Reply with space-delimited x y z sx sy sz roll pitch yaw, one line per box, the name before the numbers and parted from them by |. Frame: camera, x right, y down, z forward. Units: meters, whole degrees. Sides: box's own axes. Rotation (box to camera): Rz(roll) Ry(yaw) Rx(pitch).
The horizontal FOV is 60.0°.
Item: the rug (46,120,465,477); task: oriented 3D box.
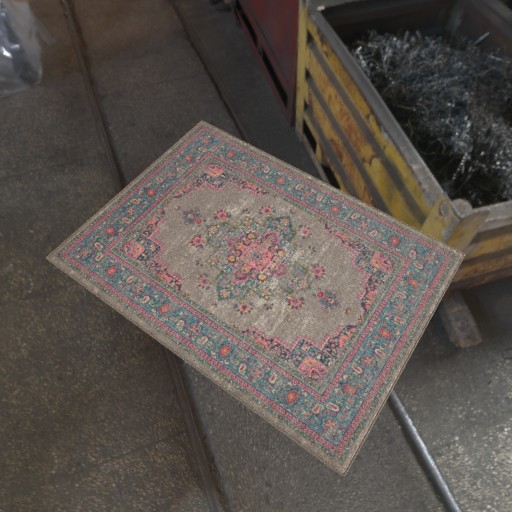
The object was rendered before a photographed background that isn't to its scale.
rug | 0.000 0.000 2.882 2.214 0.013 1.609 31 63 18
